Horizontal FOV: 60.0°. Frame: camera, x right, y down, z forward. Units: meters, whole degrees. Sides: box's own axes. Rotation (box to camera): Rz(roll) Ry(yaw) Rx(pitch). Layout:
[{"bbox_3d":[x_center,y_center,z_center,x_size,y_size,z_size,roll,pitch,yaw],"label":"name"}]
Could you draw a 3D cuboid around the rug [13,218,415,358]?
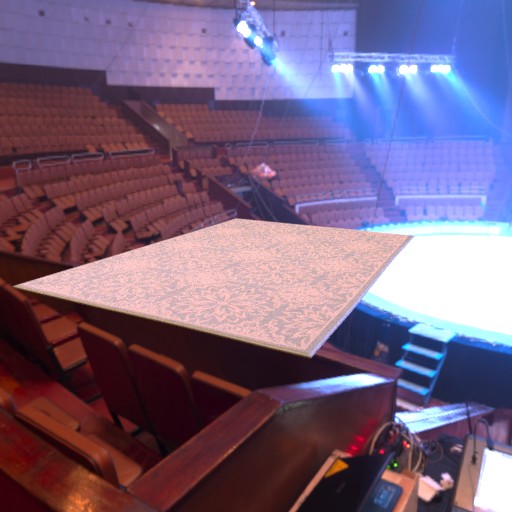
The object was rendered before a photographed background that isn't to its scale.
[{"bbox_3d":[0.000,0.000,2.799,1.589,0.014,2.205,8,17,27],"label":"rug"}]
